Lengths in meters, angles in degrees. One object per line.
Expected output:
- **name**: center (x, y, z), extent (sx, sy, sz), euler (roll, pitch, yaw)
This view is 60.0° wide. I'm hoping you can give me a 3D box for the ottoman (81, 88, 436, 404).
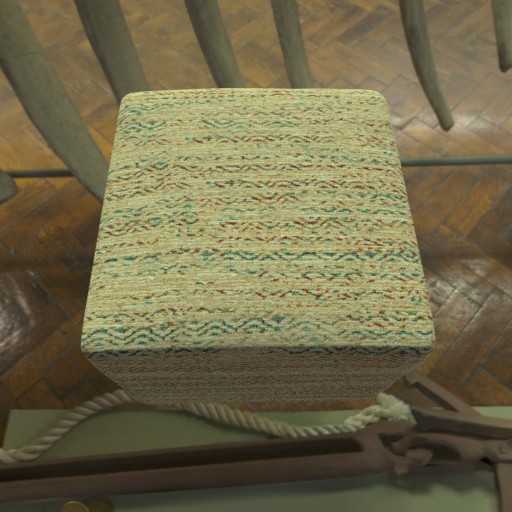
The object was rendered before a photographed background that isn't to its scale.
- **ottoman**: center (0.000, 0.000, 0.897), extent (0.512, 0.453, 0.521), euler (-1, 63, 0)
